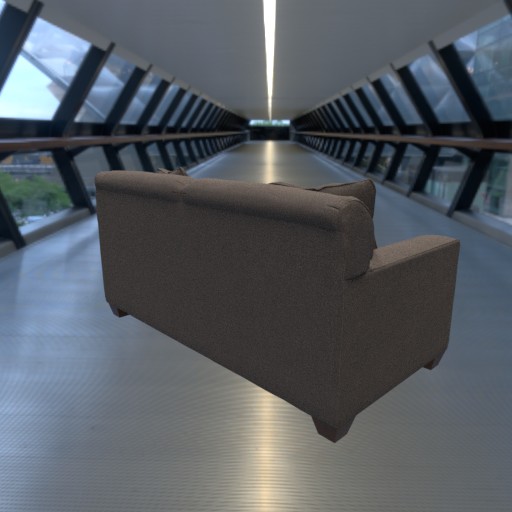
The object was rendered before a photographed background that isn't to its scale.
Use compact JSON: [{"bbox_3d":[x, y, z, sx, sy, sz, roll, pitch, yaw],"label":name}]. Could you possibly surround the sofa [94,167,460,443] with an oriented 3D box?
[{"bbox_3d":[0.000,0.000,2.455,1.000,0.958,1.846,-14,20,-42],"label":"sofa"}]
